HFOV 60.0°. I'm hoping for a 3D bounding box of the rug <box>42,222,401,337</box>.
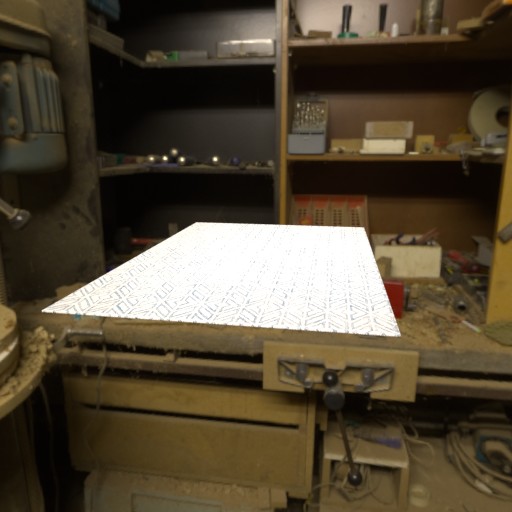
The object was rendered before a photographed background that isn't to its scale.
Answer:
[{"bbox_3d":[0.000,0.000,2.335,1.220,0.008,1.824,2,14,10],"label":"rug"}]
